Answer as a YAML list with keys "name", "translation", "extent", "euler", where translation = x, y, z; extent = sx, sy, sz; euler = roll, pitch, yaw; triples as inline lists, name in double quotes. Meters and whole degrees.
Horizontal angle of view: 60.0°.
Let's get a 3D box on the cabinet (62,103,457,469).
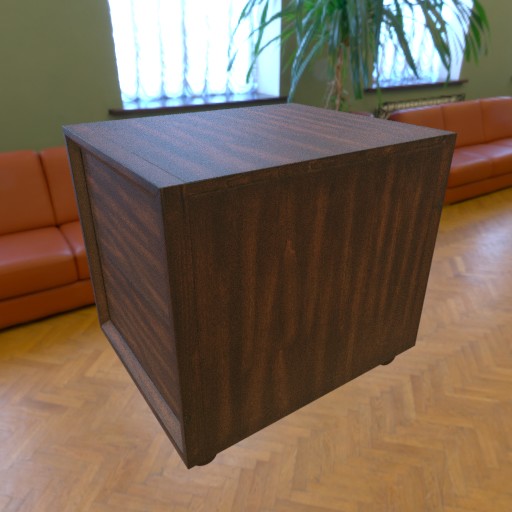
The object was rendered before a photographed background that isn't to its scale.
- name: "cabinet"
  translation: [0.000, 0.000, 0.808]
  extent: [0.500, 0.455, 0.402]
  euler: [-17, 31, -30]
